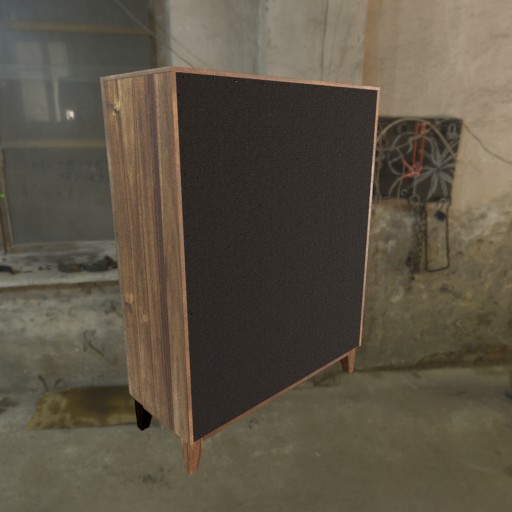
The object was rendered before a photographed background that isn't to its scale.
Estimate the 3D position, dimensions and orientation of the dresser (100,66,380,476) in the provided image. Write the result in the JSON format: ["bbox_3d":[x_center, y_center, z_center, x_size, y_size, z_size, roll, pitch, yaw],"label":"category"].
[{"bbox_3d":[0.000,0.000,1.907,1.062,1.393,0.442,-15,23,-41],"label":"dresser"}]
